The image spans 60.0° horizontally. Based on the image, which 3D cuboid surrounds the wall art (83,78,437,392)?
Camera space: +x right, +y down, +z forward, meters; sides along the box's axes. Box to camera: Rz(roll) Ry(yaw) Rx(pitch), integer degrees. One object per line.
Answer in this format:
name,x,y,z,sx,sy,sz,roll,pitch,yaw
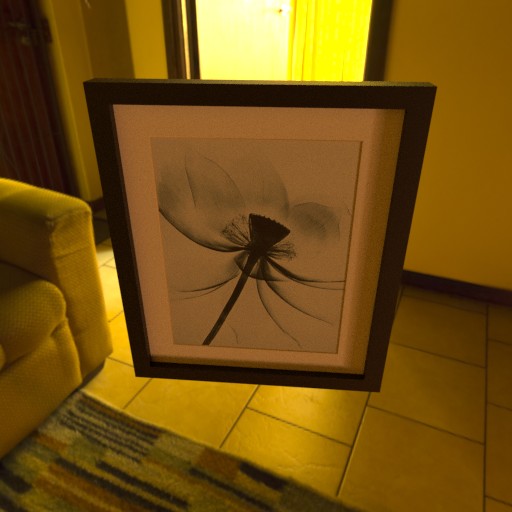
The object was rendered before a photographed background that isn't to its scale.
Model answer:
wall art,0.000,0.000,0.517,0.330,0.381,0.029,2,29,4
